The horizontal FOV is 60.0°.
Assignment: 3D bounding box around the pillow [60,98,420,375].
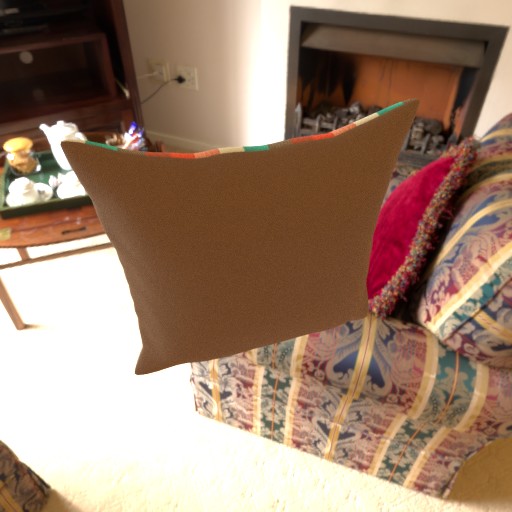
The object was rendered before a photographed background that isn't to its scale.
[{"bbox_3d":[0.000,0.000,0.682,0.453,0.443,0.168,-11,42,-12],"label":"pillow"}]
